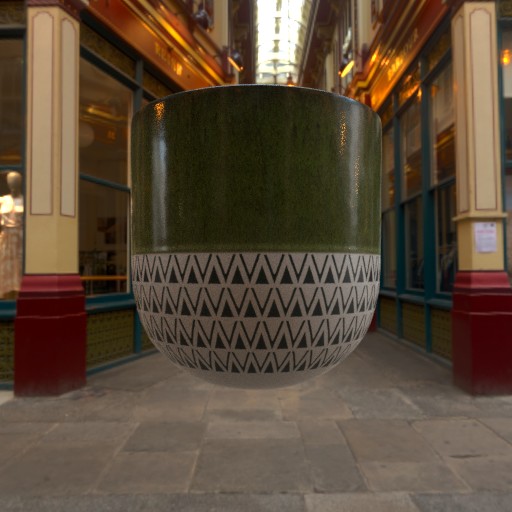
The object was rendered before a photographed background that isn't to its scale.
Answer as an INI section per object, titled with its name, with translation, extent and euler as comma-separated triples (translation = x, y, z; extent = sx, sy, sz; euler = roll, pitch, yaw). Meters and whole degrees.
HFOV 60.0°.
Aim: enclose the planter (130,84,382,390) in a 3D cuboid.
[planter]
translation = 0.000, 0.000, 0.484
extent = 0.266, 0.270, 0.266
euler = 0, -1, 0
